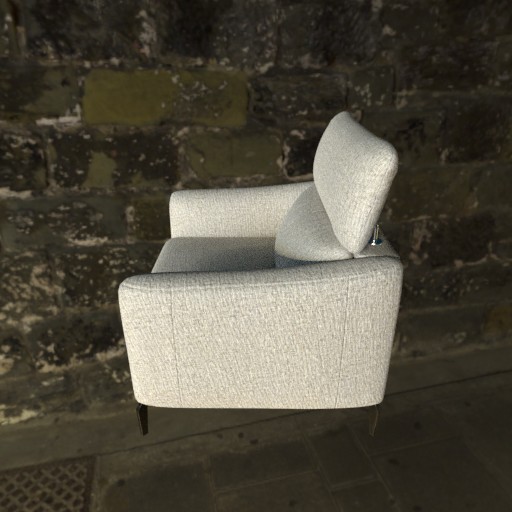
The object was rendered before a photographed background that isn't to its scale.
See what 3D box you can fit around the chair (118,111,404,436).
[{"bbox_3d":[0.000,0.000,1.681,0.835,0.967,0.972,0,25,0],"label":"chair"}]
